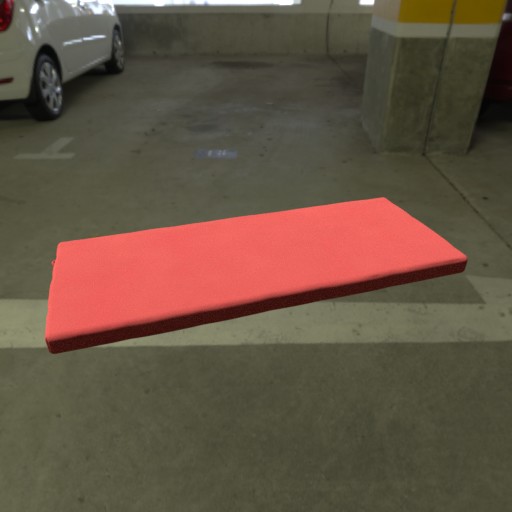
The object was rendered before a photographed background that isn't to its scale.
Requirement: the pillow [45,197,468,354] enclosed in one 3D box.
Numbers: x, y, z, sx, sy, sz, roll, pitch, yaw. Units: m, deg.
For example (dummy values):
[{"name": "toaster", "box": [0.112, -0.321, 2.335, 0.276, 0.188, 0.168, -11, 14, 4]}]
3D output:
[{"name": "pillow", "box": [0.000, 0.000, 1.342, 1.187, 0.081, 0.492, -9, 33, -15]}]
